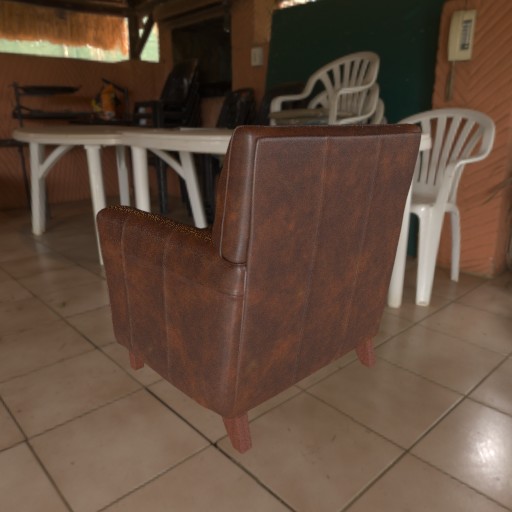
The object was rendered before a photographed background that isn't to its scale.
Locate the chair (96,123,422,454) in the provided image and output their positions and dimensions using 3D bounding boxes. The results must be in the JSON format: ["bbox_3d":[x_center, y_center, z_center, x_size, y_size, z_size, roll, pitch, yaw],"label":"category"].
[{"bbox_3d":[0.000,0.000,1.645,0.870,0.943,0.823,-16,23,-42],"label":"chair"}]
